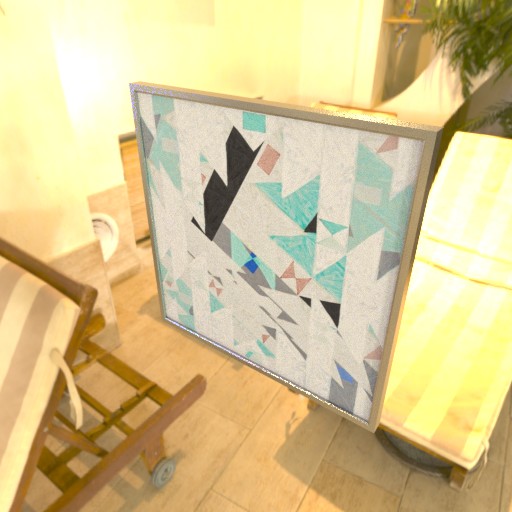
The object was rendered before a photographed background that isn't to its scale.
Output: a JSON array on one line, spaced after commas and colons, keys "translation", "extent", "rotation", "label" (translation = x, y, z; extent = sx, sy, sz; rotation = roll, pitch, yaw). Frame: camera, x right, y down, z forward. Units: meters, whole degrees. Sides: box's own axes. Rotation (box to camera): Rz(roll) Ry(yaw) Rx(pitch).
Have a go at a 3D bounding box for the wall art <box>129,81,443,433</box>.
[{"translation": [0.000, 0.000, 1.196], "extent": [0.806, 0.806, 0.038], "rotation": [20, 37, 30], "label": "wall art"}]
